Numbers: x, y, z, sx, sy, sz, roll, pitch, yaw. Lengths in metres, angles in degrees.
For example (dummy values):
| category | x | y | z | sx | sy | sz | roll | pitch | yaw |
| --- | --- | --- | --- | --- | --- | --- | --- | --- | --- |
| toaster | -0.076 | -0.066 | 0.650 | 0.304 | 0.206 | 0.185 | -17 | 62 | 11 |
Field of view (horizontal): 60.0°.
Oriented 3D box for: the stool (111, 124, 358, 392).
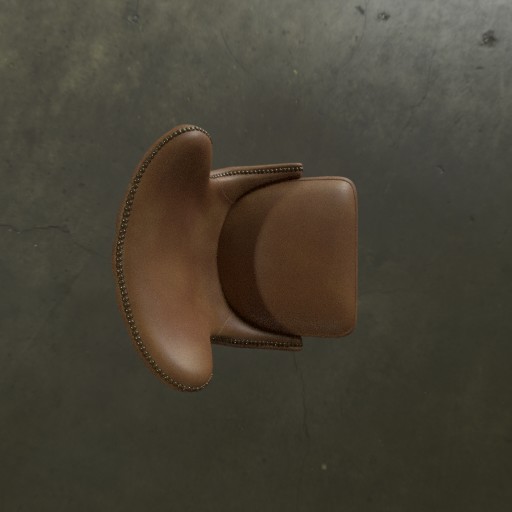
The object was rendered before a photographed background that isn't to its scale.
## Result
| category | x | y | z | sx | sy | sz | roll | pitch | yaw |
| --- | --- | --- | --- | --- | --- | --- | --- | --- | --- |
| stool | 0.000 | 0.000 | 1.467 | 0.606 | 1.087 | 0.591 | 0 | 91 | 1 |
